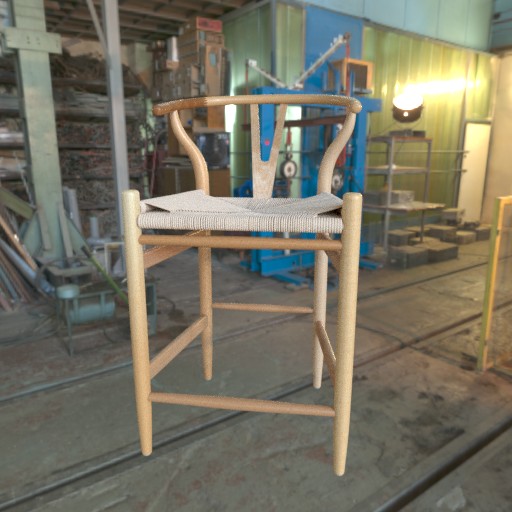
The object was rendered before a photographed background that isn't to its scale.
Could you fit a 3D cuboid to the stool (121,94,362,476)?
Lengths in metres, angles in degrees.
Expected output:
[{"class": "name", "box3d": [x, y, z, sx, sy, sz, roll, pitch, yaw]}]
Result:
[{"class": "stool", "box3d": [0.000, 0.000, 1.245, 0.536, 0.923, 0.575, 2, 13, 8]}]
